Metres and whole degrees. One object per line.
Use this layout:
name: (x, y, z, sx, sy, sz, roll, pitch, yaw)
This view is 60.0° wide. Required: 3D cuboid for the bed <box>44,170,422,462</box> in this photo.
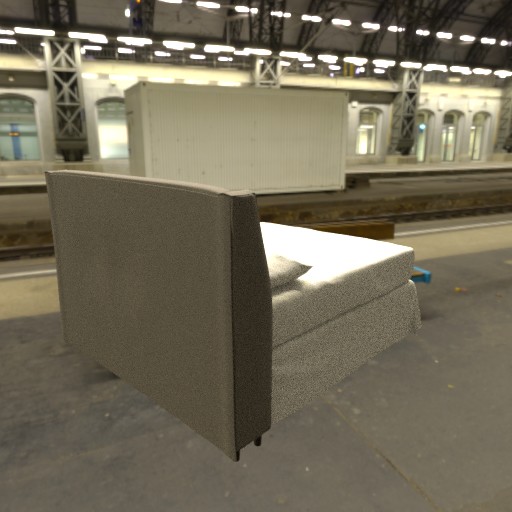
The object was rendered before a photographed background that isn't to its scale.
bed: (0.000, 0.000, 3.363, 1.925, 1.332, 2.276, 14, 20, 42)
